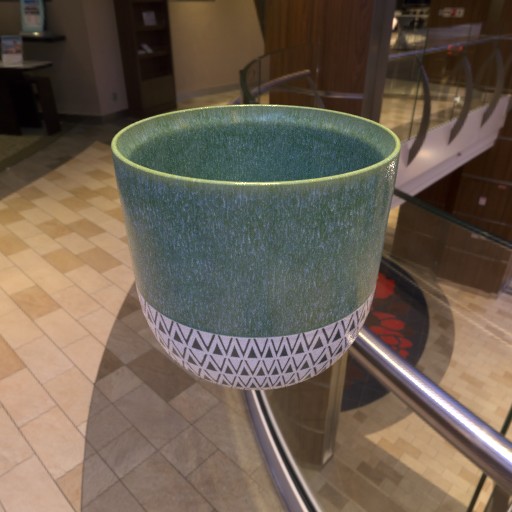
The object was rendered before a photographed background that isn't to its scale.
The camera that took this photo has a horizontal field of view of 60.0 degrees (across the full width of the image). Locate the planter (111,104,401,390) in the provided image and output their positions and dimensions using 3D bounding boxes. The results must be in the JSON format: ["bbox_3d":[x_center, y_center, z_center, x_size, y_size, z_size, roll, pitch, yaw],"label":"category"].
[{"bbox_3d":[0.000,0.000,0.489,0.266,0.270,0.266,0,30,0],"label":"planter"}]
